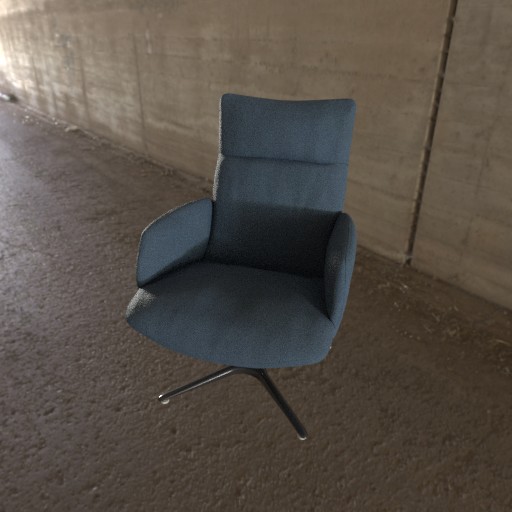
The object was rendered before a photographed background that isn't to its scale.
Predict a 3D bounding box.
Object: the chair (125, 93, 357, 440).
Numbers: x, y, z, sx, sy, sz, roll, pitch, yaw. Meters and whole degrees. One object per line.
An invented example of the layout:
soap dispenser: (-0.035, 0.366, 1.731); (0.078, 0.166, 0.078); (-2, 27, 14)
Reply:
chair: (0.000, 0.000, 1.613); (0.711, 1.016, 0.889); (8, 28, 16)
